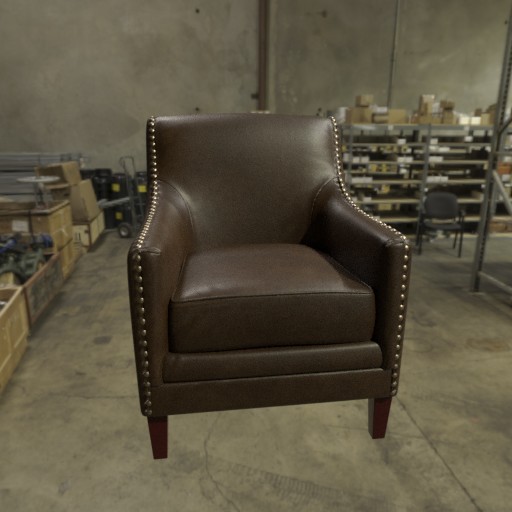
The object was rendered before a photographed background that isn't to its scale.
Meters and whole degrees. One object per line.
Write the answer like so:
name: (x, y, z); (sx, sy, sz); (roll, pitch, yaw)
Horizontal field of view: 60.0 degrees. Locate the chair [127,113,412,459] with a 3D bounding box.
chair: (0.000, 0.000, 1.294); (0.639, 0.813, 0.704); (-2, 16, -7)
